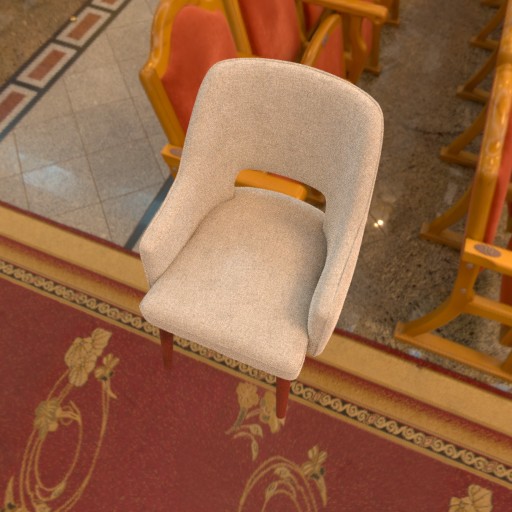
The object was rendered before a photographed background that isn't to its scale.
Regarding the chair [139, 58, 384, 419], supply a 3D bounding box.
[{"bbox_3d":[0.000,0.000,1.266,0.548,0.849,0.605,20,60,12],"label":"chair"}]
